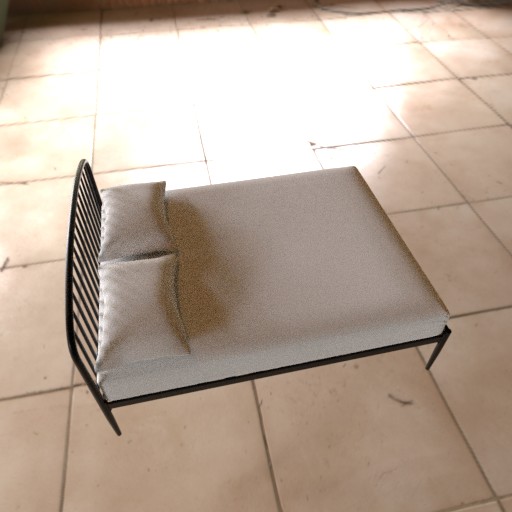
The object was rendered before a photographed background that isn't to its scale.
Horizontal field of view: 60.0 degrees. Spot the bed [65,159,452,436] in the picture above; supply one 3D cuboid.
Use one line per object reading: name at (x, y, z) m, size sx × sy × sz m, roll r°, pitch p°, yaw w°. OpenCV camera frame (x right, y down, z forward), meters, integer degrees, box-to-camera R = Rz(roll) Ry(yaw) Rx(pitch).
bed at (0.000, 0.000, 3.062) m, size 2.159 × 1.166 × 1.618 m, roll -9°, pitch 47°, yaw -9°
